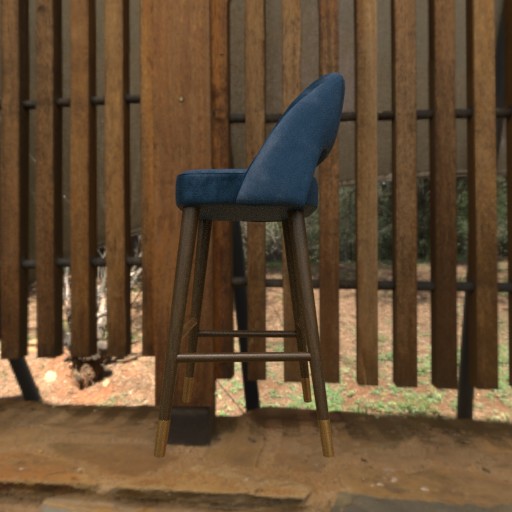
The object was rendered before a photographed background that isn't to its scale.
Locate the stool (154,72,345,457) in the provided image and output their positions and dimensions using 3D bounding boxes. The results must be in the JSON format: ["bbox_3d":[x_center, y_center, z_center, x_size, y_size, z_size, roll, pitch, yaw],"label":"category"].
[{"bbox_3d":[0.000,0.000,1.346,0.515,1.016,0.514,0,-1,0],"label":"stool"}]
